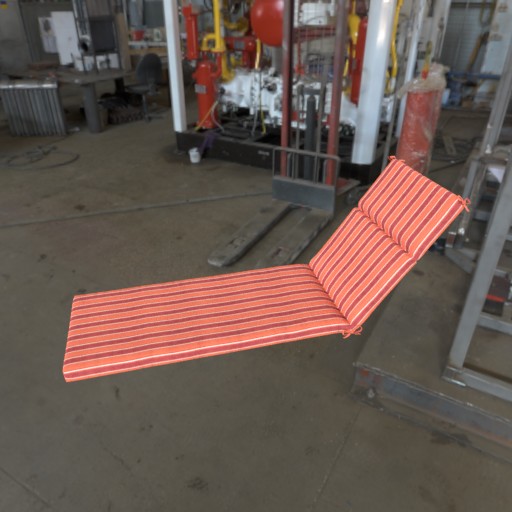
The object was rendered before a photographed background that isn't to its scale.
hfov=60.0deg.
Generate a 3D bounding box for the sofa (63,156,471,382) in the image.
[{"bbox_3d":[0.000,0.000,1.949,1.663,0.622,0.582,-8,32,-13],"label":"sofa"}]
